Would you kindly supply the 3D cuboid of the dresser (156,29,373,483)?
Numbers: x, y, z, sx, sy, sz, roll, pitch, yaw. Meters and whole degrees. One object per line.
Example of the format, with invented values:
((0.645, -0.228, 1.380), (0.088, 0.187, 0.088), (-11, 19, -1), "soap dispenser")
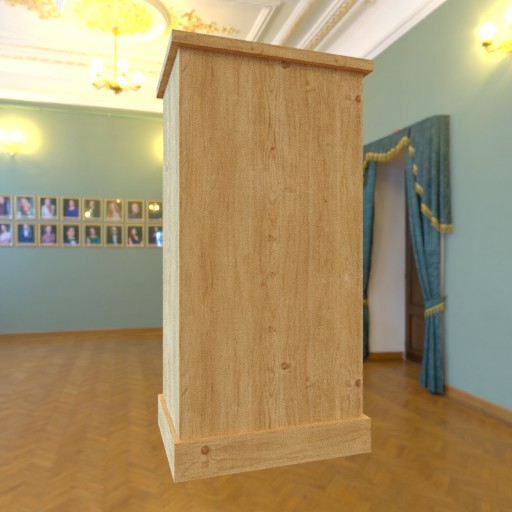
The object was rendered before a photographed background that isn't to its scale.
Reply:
((0.000, 0.000, 1.283), (0.531, 1.041, 0.390), (0, 0, -18), "dresser")
